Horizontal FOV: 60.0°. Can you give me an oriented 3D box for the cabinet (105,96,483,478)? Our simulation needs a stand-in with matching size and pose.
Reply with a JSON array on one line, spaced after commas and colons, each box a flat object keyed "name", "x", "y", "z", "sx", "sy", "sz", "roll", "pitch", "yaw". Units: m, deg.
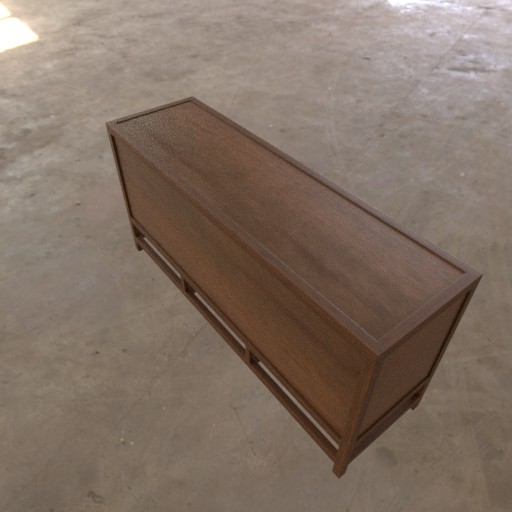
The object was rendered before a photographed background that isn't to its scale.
[{"name": "cabinet", "x": 0.000, "y": 0.000, "z": 2.055, "sx": 0.522, "sy": 0.820, "sz": 1.708, "roll": -28, "pitch": 50, "yaw": -27}]
